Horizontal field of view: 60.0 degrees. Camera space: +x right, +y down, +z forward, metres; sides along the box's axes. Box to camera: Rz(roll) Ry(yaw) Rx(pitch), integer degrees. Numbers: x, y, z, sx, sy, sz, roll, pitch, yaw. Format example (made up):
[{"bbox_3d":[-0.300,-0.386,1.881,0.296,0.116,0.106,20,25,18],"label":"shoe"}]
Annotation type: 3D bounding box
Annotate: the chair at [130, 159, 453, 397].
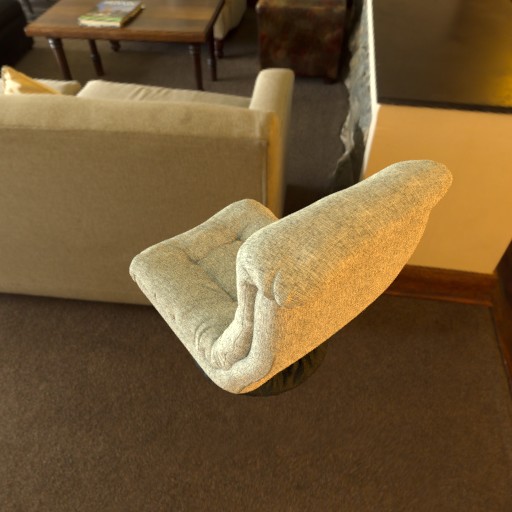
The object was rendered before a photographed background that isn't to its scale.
[{"bbox_3d":[0.000,0.000,0.962,0.400,0.600,0.583,-31,54,-26],"label":"chair"}]
